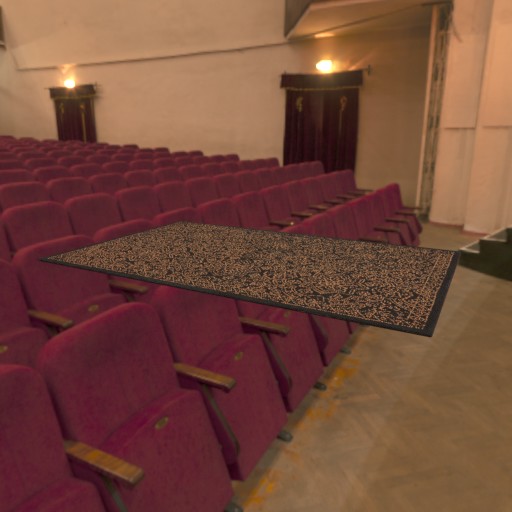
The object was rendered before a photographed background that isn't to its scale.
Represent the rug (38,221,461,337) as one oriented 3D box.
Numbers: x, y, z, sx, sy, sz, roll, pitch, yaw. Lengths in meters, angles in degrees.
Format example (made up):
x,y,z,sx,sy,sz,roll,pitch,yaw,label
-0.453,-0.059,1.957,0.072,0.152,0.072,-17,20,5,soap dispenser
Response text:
x,y,z,sx,sy,sz,roll,pitch,yaw,label
0.000,0.000,3.005,2.441,0.015,1.526,8,17,27,rug
